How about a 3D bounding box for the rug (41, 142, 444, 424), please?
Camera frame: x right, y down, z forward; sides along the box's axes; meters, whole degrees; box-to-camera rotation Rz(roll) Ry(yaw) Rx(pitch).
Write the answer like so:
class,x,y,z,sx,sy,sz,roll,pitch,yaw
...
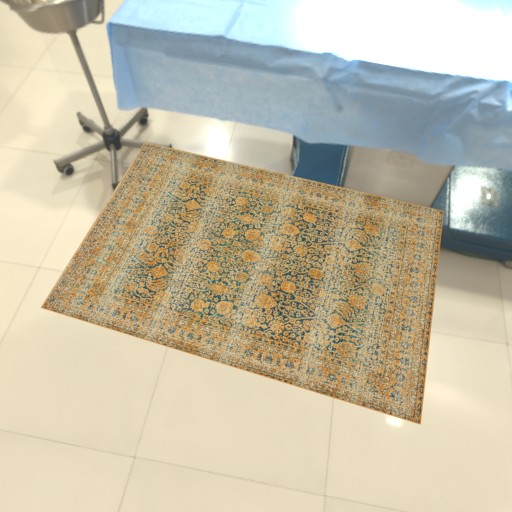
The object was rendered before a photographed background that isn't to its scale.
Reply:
class,x,y,z,sx,sy,sz,roll,pitch,yaw
rug,0.000,0.000,2.965,2.336,0.007,1.525,15,59,9
